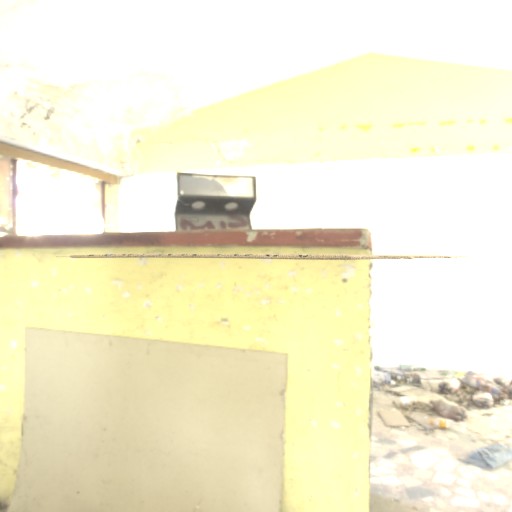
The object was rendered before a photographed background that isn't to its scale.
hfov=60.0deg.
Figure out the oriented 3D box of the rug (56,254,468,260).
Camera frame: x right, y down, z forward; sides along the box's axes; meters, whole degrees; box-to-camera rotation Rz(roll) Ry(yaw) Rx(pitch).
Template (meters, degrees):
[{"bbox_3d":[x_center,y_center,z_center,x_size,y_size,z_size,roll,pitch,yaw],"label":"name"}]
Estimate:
[{"bbox_3d":[0.000,0.000,3.288,2.615,0.029,1.664,0,0,36],"label":"rug"}]
